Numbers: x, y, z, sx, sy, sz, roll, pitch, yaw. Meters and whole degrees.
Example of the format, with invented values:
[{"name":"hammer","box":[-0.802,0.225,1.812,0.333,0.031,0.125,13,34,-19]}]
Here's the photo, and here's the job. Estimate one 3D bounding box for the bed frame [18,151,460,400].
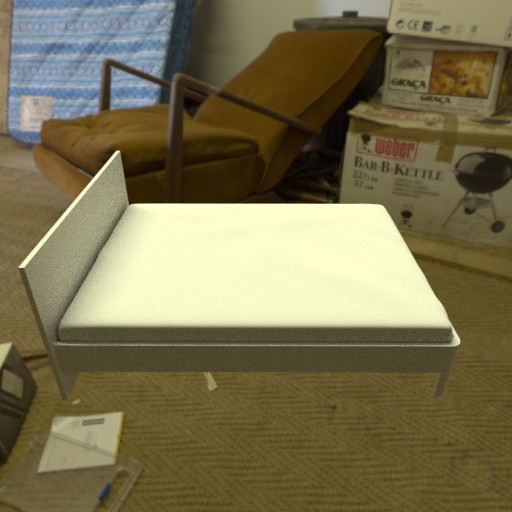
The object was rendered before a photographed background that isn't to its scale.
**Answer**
[{"name":"bed frame","box":[0.000,0.000,2.663,1.950,0.800,1.490,0,32,0]}]
